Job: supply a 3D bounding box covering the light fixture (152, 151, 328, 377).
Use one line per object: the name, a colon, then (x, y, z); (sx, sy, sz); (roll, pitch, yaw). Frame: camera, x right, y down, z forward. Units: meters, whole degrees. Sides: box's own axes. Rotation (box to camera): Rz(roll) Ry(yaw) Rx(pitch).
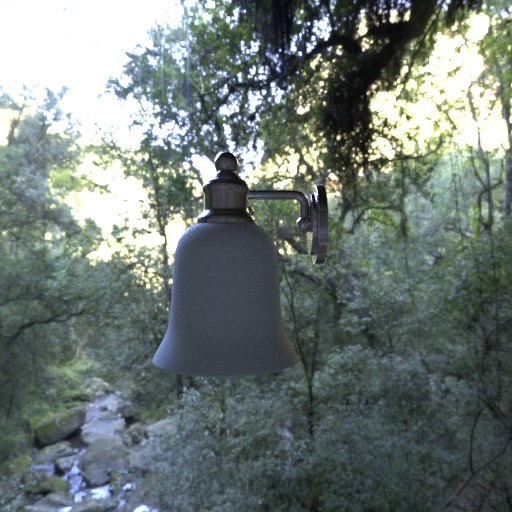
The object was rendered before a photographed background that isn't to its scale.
light fixture: (0.000, 0.000, 0.660); (0.198, 0.211, 0.570); (0, -1, 1)
